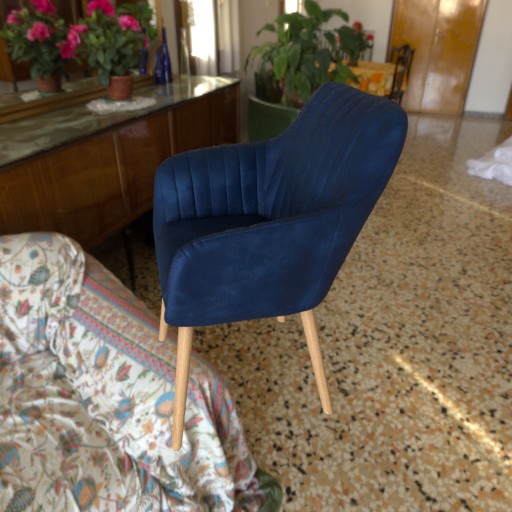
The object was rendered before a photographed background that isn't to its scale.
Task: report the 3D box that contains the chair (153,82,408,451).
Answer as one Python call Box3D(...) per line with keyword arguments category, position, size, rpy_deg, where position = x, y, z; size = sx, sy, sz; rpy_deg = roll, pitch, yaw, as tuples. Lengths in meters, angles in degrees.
Box3D(category="chair", position=(0.000, 0.000, 1.201), size=(0.573, 0.826, 0.578), rpy_deg=(-8, 30, -13))
